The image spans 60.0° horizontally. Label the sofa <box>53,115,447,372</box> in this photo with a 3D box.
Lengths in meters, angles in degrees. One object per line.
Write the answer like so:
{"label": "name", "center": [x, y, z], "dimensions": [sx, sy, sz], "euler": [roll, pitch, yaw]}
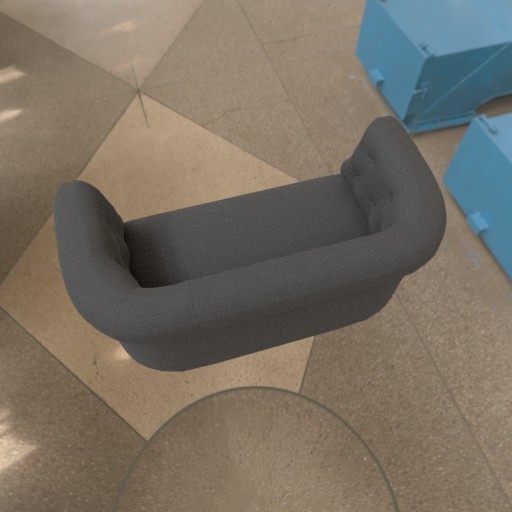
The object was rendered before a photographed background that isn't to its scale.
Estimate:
{"label": "sofa", "center": [0.000, 0.000, 2.055], "dimensions": [1.558, 0.827, 0.835], "euler": [-14, 59, -9]}
